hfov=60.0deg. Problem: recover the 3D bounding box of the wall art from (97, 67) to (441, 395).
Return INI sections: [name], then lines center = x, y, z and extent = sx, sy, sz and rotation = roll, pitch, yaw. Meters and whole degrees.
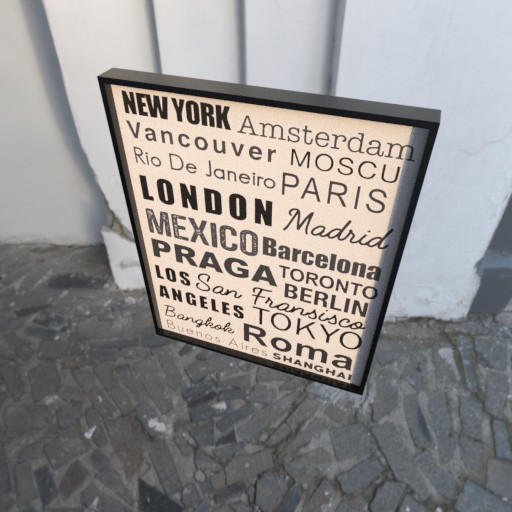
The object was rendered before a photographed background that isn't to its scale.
[wall art]
center = 0.000, 0.000, 0.742
extent = 0.448, 0.551, 0.038
rotation = 13, 43, 15
